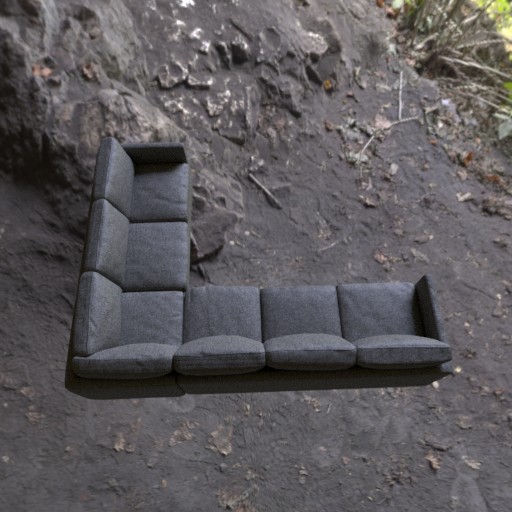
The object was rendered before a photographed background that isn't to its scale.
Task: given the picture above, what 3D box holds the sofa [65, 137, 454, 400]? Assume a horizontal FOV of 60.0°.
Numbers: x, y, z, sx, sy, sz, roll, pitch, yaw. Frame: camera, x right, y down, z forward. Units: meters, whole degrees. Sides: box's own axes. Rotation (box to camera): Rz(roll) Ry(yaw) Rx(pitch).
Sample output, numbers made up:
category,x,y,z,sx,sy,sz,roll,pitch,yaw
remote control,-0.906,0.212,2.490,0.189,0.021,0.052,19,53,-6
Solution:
category,x,y,z,sx,sy,sz,roll,pitch,yaw
sofa,0.000,0.000,4.442,3.302,0.947,2.593,-2,65,-1
